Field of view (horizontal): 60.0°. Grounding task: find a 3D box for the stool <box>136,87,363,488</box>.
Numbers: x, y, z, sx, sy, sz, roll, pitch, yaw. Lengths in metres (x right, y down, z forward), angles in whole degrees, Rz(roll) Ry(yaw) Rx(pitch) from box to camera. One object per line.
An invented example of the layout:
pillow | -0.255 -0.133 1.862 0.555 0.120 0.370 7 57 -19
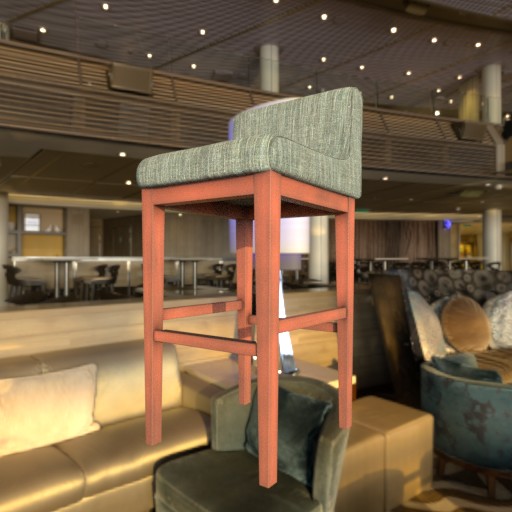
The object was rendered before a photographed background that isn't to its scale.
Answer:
stool | 0.000 0.000 1.208 0.426 0.965 0.499 0 -1 36
